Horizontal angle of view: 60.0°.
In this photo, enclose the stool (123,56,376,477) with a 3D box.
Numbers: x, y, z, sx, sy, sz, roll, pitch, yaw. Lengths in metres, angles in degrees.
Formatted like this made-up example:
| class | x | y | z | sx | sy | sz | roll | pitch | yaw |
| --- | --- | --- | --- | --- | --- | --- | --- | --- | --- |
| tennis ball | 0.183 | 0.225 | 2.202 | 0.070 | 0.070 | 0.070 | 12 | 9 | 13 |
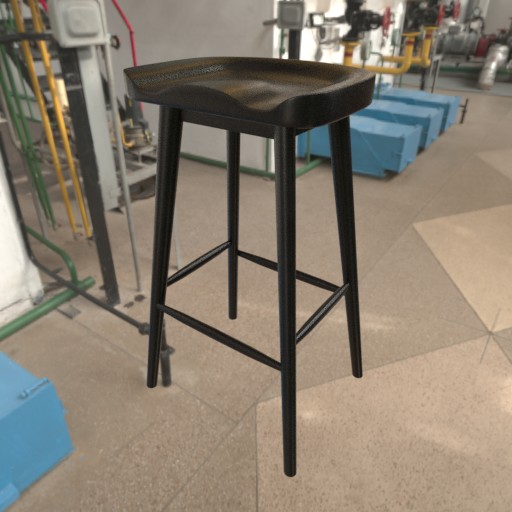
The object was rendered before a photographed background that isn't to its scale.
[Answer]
| class | x | y | z | sx | sy | sz | roll | pitch | yaw |
| --- | --- | --- | --- | --- | --- | --- | --- | --- | --- |
| stool | 0.000 | 0.000 | 0.955 | 0.440 | 0.749 | 0.361 | 20 | 36 | 30 |
